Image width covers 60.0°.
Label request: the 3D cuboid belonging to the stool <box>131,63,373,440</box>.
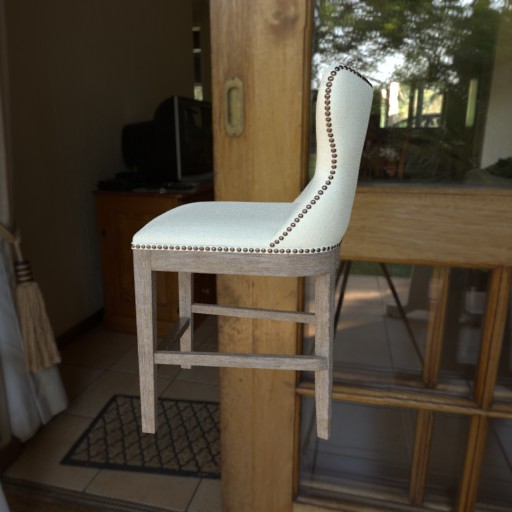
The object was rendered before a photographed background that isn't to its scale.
[{"bbox_3d":[0.000,0.000,1.306,0.608,0.981,0.498,2,15,8],"label":"stool"}]
